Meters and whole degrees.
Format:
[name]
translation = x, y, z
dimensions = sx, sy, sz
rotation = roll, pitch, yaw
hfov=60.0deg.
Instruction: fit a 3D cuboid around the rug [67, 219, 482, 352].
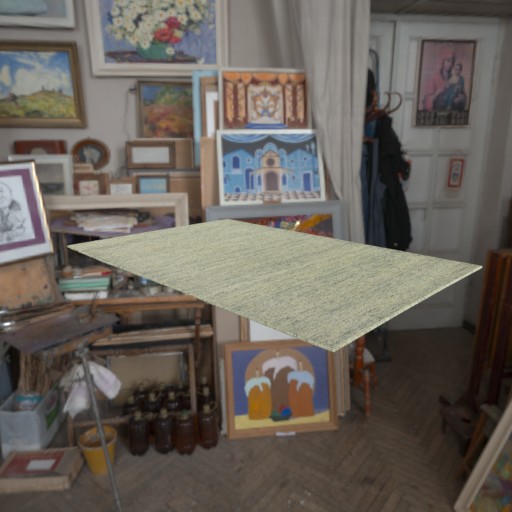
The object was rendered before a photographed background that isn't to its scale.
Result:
[rug]
translation = 0.000, 0.000, 2.334
dimensions = 1.846, 0.014, 1.243
rotation = 14, 20, 43
